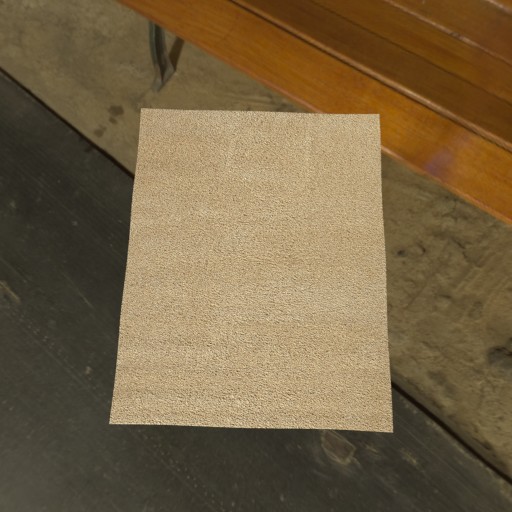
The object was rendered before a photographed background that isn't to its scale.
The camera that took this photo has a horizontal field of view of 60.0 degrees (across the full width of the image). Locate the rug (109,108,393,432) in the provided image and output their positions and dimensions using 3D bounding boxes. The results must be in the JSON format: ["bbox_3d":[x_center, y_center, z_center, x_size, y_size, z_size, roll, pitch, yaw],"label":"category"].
[{"bbox_3d":[0.000,0.000,4.111,2.400,0.025,3.000,2,76,0],"label":"rug"}]
